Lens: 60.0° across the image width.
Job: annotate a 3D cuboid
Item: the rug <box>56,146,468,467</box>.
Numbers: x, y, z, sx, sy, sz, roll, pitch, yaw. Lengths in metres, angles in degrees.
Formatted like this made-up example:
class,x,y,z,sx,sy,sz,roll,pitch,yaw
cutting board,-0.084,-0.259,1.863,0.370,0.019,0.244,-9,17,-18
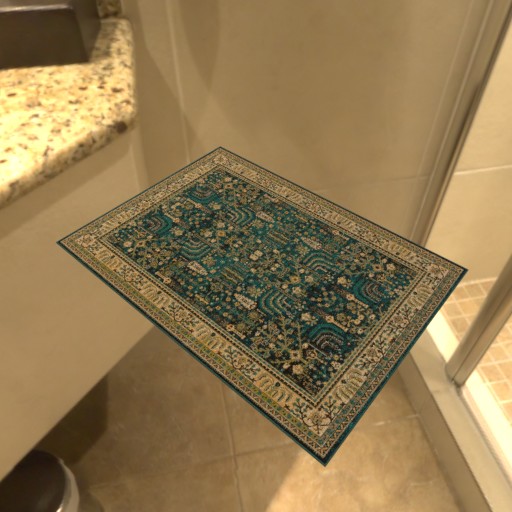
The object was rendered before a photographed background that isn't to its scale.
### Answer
class,x,y,z,sx,sy,sz,roll,pitch,yaw
rug,0.000,0.000,2.920,2.213,0.013,1.594,32,54,27
